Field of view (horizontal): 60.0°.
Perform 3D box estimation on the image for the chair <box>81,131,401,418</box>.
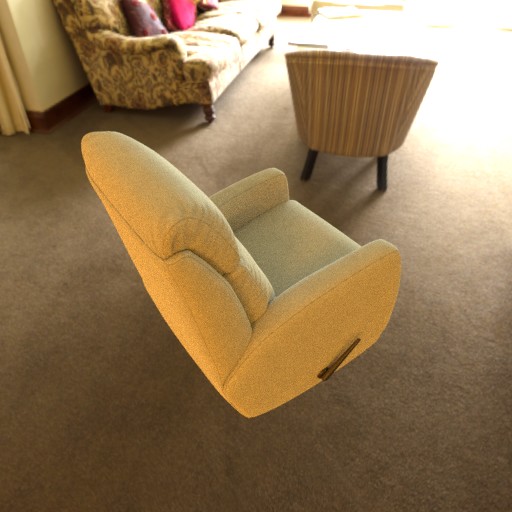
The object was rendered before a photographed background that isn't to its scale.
[{"bbox_3d":[0.000,0.000,1.681,0.941,1.015,0.812,-24,46,-26],"label":"chair"}]
